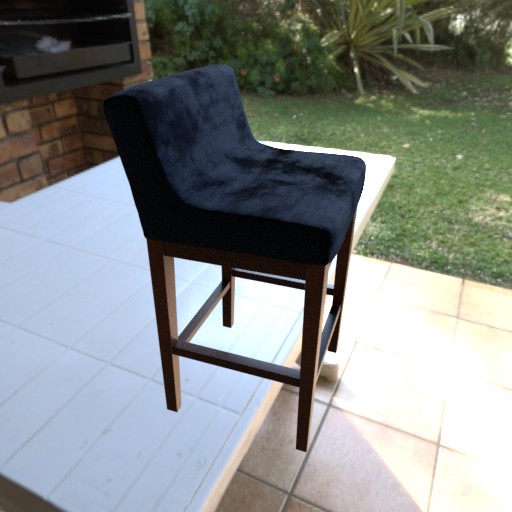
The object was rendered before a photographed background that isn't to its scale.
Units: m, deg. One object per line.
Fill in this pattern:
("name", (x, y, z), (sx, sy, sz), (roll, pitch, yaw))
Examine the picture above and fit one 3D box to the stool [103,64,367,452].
("stool", (0.000, 0.000, 1.260), (0.516, 0.945, 0.511), (10, 32, 17))
